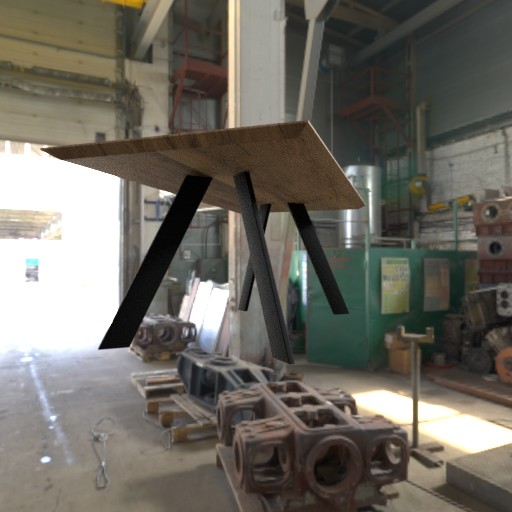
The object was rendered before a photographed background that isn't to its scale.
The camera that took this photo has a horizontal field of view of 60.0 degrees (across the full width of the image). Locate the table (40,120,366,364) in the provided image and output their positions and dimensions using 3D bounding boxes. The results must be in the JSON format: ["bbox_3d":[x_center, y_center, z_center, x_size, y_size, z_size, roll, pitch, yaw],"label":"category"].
[{"bbox_3d":[0.000,0.000,2.411,1.000,0.770,2.000,0,-1,19],"label":"table"}]
